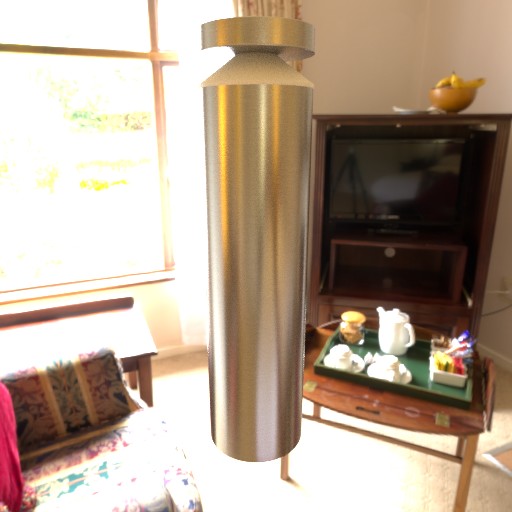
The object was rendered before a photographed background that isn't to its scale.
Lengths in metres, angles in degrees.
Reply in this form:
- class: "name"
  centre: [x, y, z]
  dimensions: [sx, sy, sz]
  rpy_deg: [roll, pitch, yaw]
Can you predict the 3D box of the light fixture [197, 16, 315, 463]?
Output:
- class: "light fixture"
  centre: [0.000, 0.000, 0.433]
  dimensions: [0.102, 0.400, 0.102]
  rpy_deg: [8, 18, 26]
